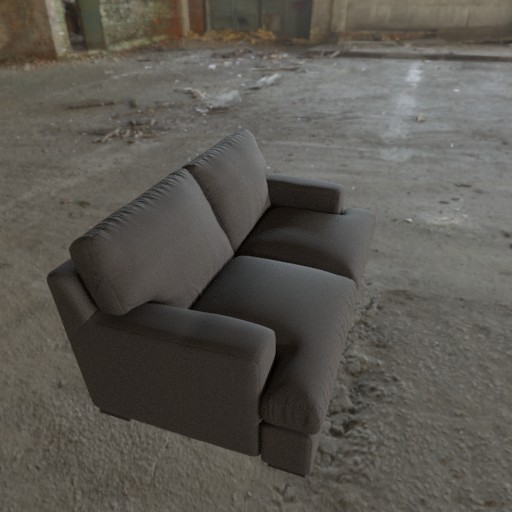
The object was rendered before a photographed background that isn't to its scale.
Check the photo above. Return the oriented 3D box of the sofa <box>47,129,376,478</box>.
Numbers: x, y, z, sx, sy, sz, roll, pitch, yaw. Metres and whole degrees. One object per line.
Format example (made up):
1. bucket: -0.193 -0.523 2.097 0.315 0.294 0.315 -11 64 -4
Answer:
1. sofa: 0.000 0.000 2.456 1.143 0.940 1.880 10 32 17
